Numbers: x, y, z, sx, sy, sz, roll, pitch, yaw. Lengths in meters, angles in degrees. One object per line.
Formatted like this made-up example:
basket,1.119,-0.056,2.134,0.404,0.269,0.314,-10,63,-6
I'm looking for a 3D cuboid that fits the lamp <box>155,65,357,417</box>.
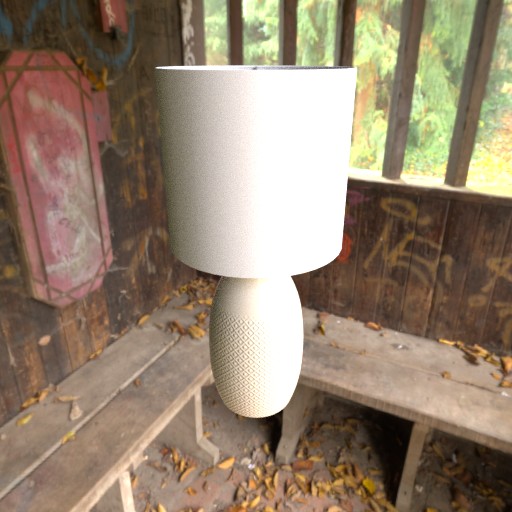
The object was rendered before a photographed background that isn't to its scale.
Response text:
lamp,0.000,0.000,0.578,0.217,0.453,0.217,-1,24,-2
